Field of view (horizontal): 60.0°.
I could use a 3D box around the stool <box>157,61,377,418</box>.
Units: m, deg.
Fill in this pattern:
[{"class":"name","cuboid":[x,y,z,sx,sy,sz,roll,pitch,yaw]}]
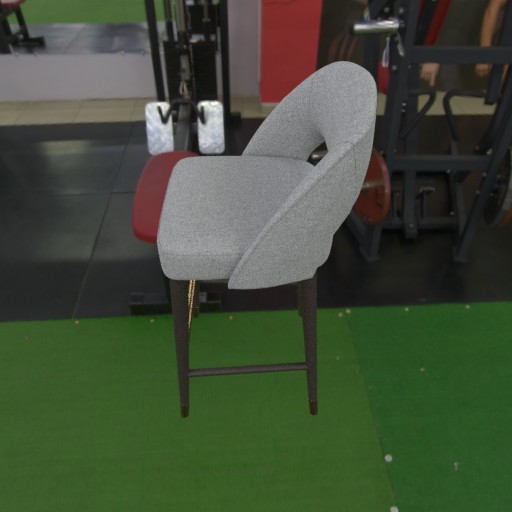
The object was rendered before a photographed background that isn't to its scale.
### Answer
[{"class":"stool","cuboid":[0.000,0.000,1.296,0.509,1.037,0.494,-1,42,-1]}]
